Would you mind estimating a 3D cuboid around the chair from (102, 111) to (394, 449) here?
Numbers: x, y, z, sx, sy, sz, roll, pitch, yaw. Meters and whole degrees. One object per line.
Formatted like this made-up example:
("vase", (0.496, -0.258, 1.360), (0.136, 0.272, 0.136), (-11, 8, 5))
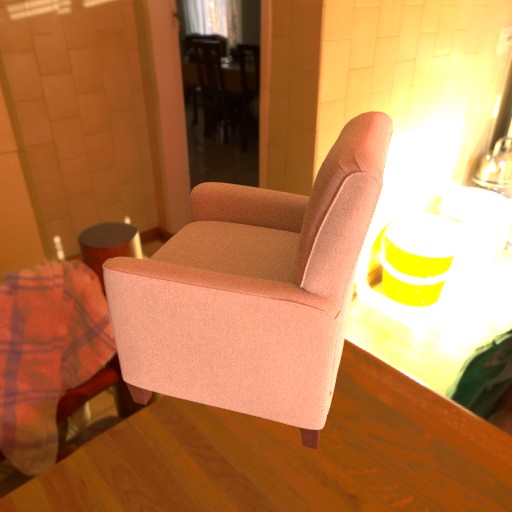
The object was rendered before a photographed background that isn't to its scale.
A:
("chair", (0.000, 0.000, 1.682), (0.859, 1.023, 0.845), (9, 31, 15))
